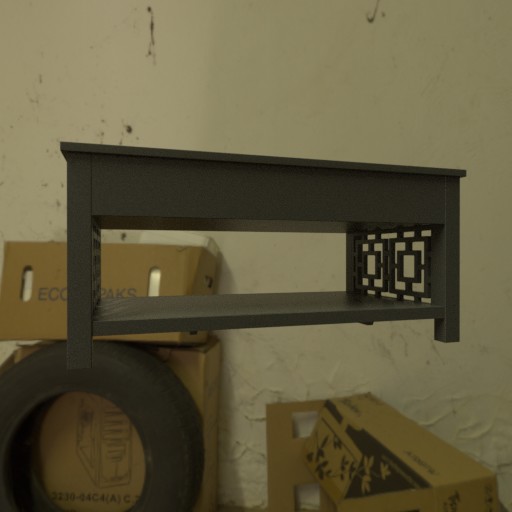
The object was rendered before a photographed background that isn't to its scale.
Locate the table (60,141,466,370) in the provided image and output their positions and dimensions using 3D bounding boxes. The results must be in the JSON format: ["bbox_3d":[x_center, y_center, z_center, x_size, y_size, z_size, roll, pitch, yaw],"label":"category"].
[{"bbox_3d":[0.000,0.000,1.398,1.068,0.493,0.612,0,0,-17],"label":"table"}]
